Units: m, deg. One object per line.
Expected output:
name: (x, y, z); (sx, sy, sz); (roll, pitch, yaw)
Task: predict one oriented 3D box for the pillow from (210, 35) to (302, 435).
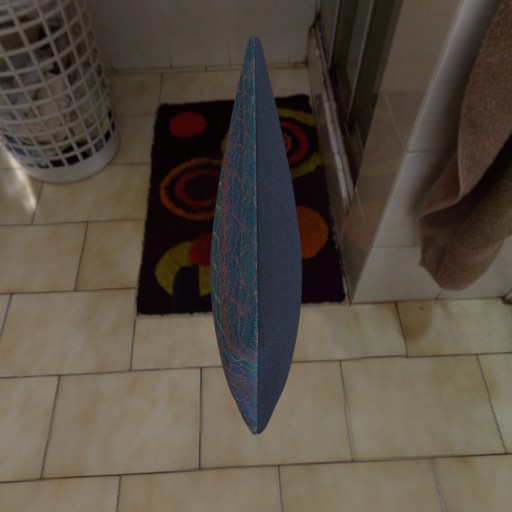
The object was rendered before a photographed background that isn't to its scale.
pillow: (0.000, 0.000, 0.657); (0.141, 0.431, 0.431); (0, 58, 0)
